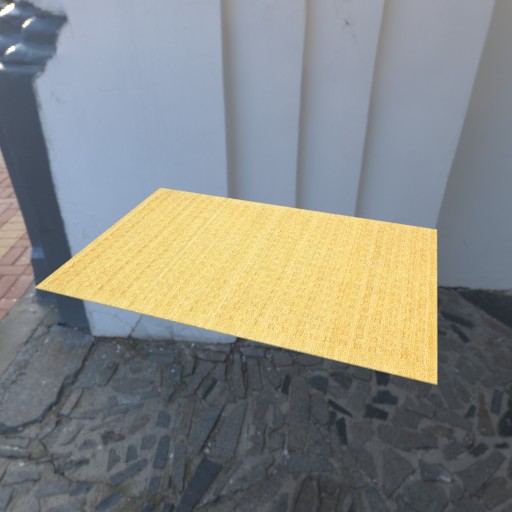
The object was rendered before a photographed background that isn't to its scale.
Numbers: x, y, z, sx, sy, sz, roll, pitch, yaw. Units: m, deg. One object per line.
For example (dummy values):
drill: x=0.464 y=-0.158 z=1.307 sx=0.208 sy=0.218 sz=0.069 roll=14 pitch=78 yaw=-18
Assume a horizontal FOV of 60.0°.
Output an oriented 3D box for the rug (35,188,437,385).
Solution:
rug: x=0.000 y=0.000 z=2.958 sx=2.286 sy=0.006 sz=1.524 roll=11 pitch=34 yaw=16
